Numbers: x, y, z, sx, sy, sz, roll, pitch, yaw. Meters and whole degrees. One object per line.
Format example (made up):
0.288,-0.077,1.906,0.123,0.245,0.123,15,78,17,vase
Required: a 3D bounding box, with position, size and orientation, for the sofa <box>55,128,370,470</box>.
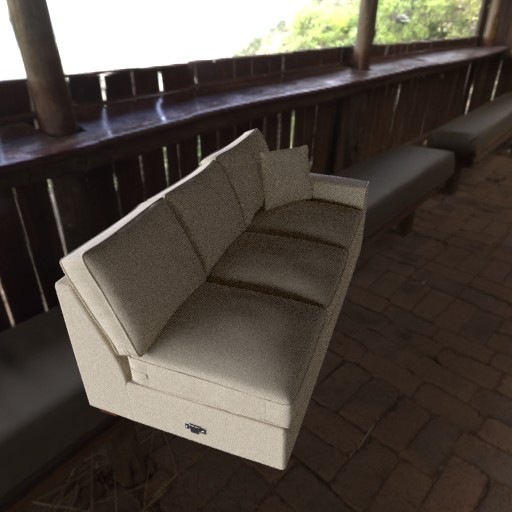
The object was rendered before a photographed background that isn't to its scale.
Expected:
0.000,0.000,2.553,1.034,0.946,1.963,11,32,18,sofa
